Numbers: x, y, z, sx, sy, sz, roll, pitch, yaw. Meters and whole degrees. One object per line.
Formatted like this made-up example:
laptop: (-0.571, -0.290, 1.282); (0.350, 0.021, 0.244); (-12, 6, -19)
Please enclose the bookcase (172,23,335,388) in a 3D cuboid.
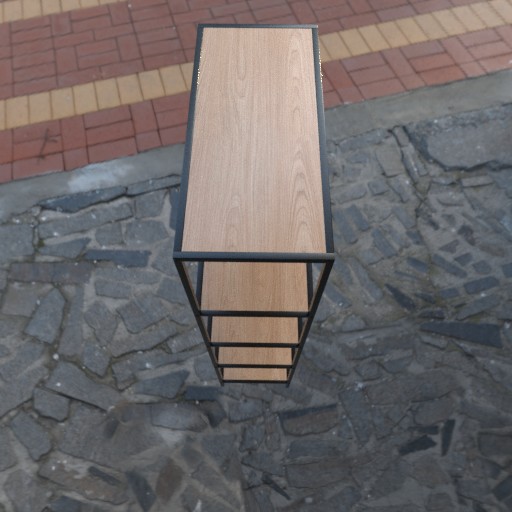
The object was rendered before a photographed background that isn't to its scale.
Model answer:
bookcase: (0.000, 0.000, 1.796); (0.350, 1.500, 0.770); (1, 63, 0)
